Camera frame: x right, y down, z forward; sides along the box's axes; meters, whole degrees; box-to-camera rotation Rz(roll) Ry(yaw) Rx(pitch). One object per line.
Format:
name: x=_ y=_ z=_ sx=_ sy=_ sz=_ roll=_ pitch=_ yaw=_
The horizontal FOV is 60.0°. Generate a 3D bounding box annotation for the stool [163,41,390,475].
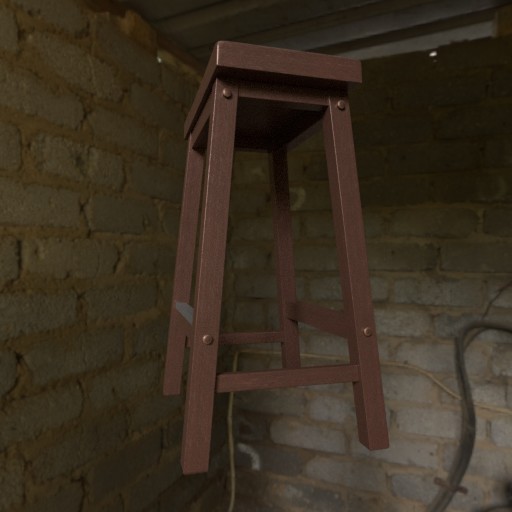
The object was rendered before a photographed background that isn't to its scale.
stool: x=0.000 y=0.000 z=0.851 sx=0.322 sy=0.610 sz=0.406 roll=0 pitch=-1 yaw=-16
